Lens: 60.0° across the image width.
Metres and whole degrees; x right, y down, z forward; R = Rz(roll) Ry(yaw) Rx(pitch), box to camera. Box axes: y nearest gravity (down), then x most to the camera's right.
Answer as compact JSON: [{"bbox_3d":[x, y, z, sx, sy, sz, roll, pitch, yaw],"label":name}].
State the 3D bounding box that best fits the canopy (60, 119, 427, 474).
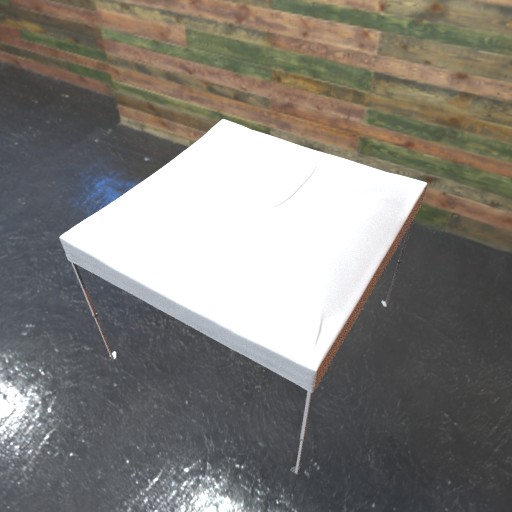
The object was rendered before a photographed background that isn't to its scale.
[{"bbox_3d":[0.000,0.000,5.460,2.996,2.997,2.998,24,50,22],"label":"canopy"}]
